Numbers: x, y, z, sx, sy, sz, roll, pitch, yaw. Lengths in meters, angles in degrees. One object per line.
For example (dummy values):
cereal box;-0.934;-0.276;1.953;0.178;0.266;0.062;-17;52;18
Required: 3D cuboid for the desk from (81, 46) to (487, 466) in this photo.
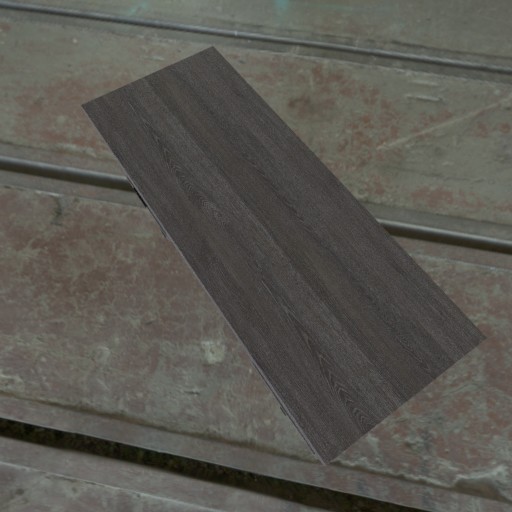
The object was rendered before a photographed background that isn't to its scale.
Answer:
desk;0.000;0.000;1.844;0.600;0.760;1.524;-31;67;-15
